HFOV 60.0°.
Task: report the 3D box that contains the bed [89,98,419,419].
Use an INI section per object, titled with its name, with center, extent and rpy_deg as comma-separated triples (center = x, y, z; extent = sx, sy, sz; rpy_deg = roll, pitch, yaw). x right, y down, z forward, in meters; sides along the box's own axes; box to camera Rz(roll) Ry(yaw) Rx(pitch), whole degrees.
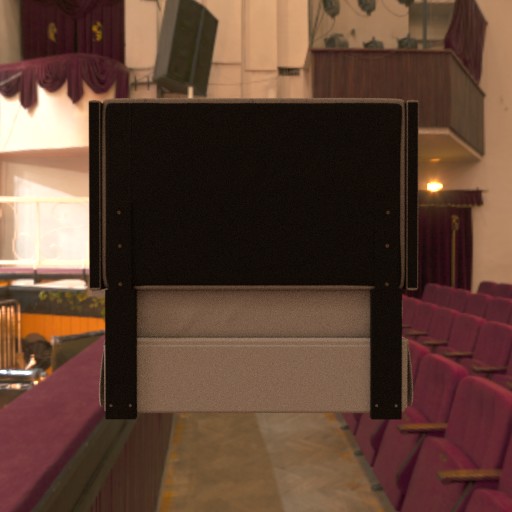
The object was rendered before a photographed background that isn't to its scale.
[bed]
center = 0.000, 0.000, 3.308
extent = 1.719, 1.665, 2.066
rpy_deg = 0, 1, 0
